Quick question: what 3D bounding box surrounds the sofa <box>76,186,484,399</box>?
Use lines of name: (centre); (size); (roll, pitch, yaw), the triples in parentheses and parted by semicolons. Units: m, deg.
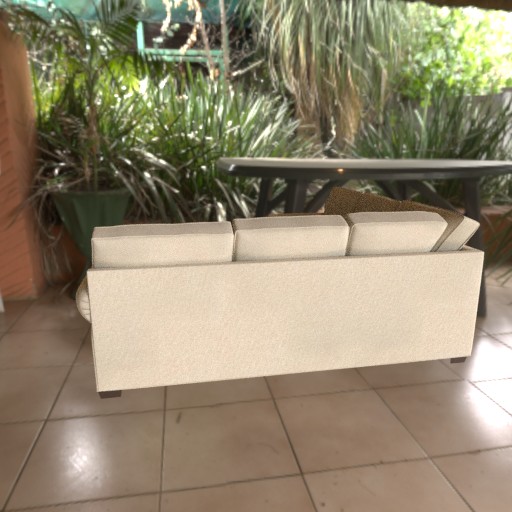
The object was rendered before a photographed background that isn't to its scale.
sofa: (0.000, 0.000, 3.890); (2.569, 1.054, 2.487); (-3, 14, -11)
